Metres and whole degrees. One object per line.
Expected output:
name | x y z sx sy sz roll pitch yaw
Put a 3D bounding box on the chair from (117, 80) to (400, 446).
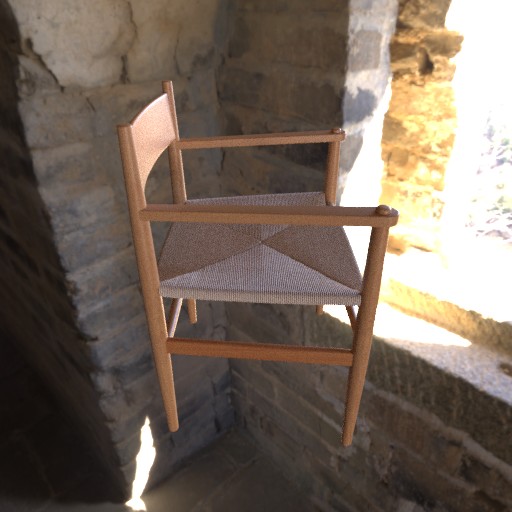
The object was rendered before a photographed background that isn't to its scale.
chair | 0.000 0.000 1.113 0.495 0.762 0.556 0 31 0
